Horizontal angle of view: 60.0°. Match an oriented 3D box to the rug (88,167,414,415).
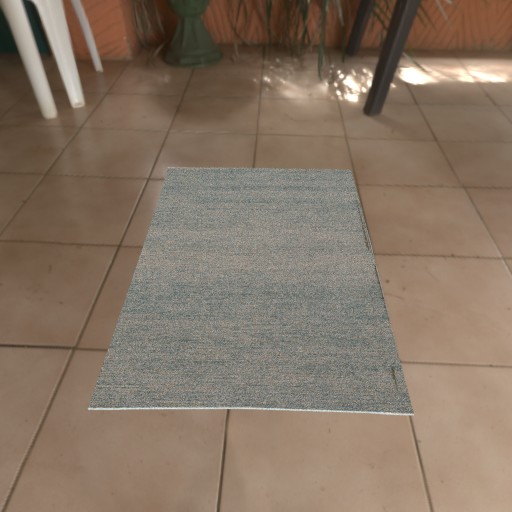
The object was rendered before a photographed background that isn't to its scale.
[{"bbox_3d":[0.000,0.000,3.033,1.613,0.030,2.306,1,42,1],"label":"rug"}]
